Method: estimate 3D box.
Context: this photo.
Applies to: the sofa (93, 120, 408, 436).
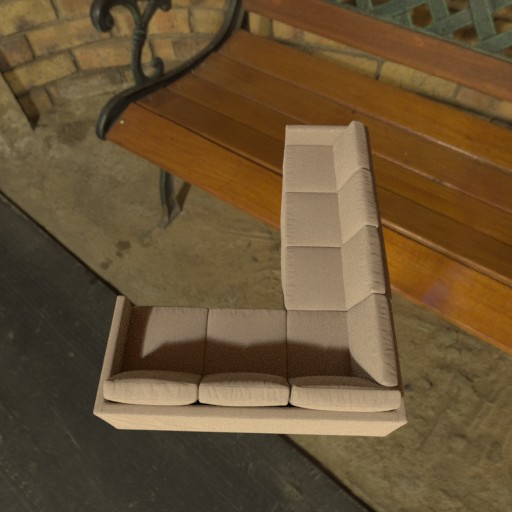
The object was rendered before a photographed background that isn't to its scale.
[{"bbox_3d":[0.000,0.000,4.394,2.432,0.871,3.182,1,59,1],"label":"sofa"}]
